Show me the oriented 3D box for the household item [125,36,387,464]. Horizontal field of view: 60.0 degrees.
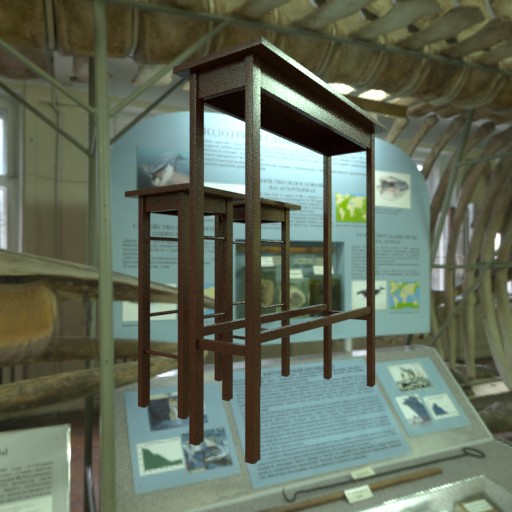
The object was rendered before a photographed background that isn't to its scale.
[{"bbox_3d":[0.000,0.000,1.646,0.676,1.067,0.914,0,-1,35],"label":"household item"}]
